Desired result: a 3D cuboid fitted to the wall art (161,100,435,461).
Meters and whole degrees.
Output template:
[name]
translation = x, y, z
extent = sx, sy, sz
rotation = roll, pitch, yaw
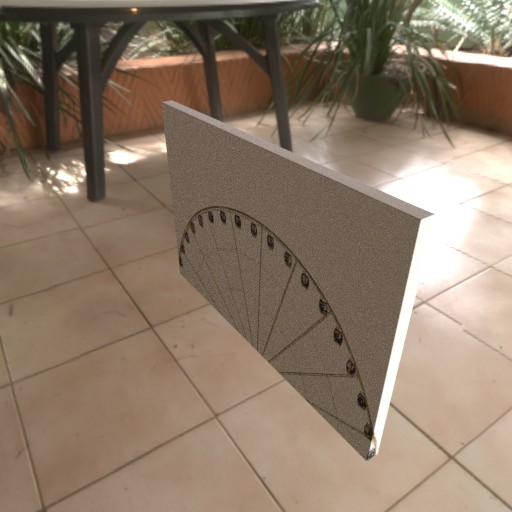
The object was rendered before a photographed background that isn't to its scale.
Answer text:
[wall art]
translation = 0.000, 0.000, 1.137
extent = 0.038, 0.601, 0.898
rotation = -21, 38, -29
